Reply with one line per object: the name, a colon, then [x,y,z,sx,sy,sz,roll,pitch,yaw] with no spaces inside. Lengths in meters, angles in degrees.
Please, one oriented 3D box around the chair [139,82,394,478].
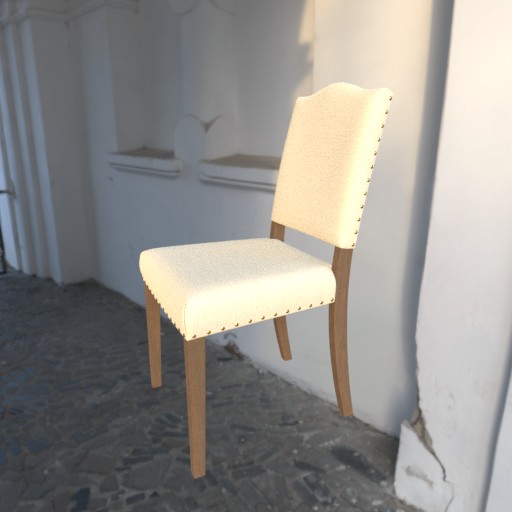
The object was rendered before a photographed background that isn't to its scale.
chair: [0.000,0.000,1.361,0.619,1.015,0.508,-8,18,-25]
